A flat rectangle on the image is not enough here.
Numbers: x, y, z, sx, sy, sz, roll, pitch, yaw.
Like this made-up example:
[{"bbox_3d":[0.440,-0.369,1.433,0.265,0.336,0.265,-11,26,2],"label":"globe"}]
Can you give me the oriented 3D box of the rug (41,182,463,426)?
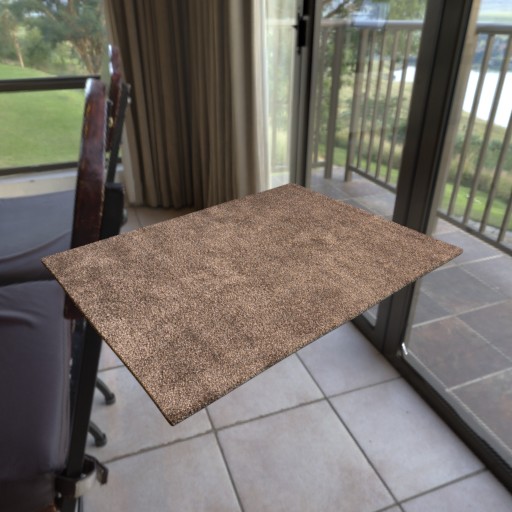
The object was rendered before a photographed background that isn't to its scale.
[{"bbox_3d":[0.000,0.000,2.094,1.601,0.025,1.198,-22,36,-34],"label":"rug"}]
